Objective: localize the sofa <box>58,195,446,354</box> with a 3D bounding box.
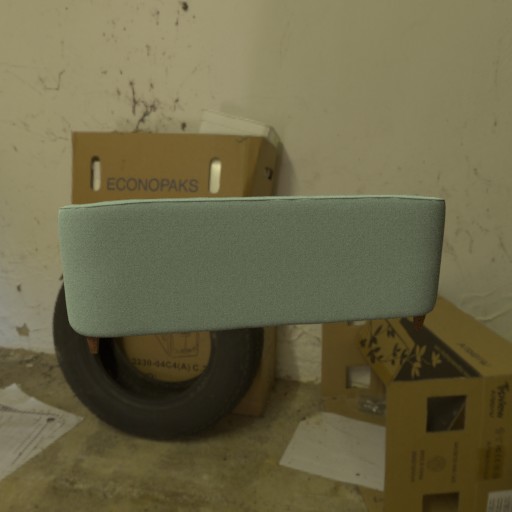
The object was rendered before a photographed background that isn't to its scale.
[{"bbox_3d":[0.000,0.000,2.860,2.278,0.855,0.941,-2,14,-9],"label":"sofa"}]
